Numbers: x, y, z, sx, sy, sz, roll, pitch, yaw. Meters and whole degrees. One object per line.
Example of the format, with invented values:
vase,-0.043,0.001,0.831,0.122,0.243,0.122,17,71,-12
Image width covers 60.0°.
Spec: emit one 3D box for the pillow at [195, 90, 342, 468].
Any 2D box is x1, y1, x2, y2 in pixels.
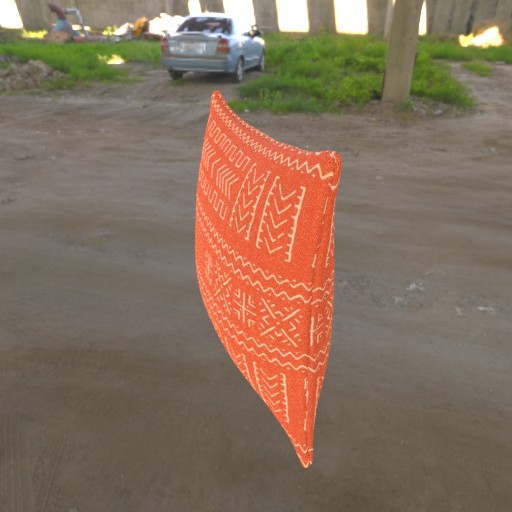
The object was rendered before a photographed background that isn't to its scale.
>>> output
pillow,0.000,0.000,0.674,0.164,0.429,0.438,-10,30,-17
